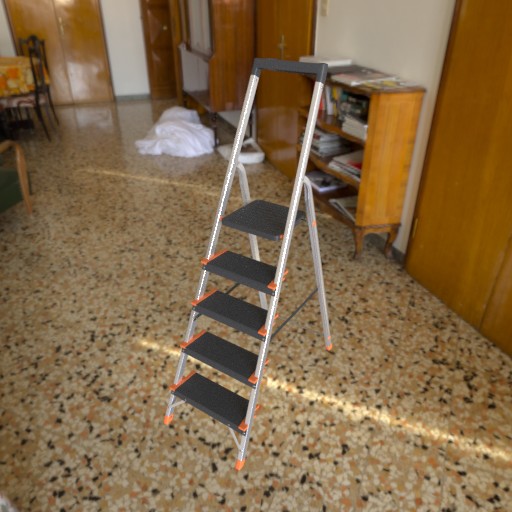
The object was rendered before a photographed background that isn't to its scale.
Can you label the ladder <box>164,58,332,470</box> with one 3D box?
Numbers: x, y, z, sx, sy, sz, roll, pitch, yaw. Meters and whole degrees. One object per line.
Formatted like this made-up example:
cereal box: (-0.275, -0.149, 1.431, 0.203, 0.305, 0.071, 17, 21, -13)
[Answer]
ladder: (0.000, 0.000, 2.085, 0.480, 1.646, 0.995, 19, 35, 28)
